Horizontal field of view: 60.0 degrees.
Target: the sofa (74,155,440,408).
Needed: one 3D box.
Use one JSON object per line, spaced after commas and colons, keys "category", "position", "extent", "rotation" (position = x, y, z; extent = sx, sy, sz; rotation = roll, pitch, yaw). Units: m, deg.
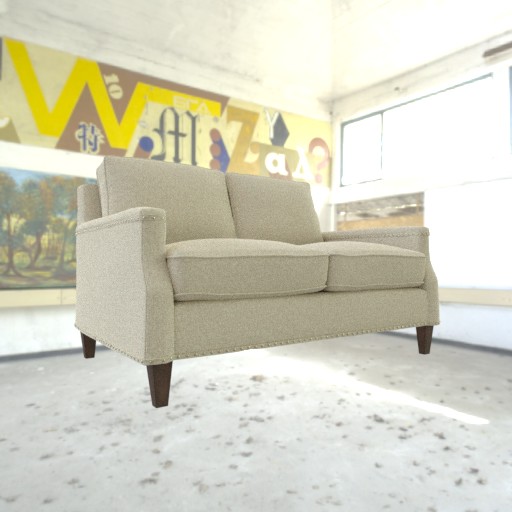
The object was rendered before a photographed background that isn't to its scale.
{"category": "sofa", "position": [0.000, 0.000, 2.260], "extent": [1.597, 1.003, 1.084], "rotation": [0, -1, -35]}
